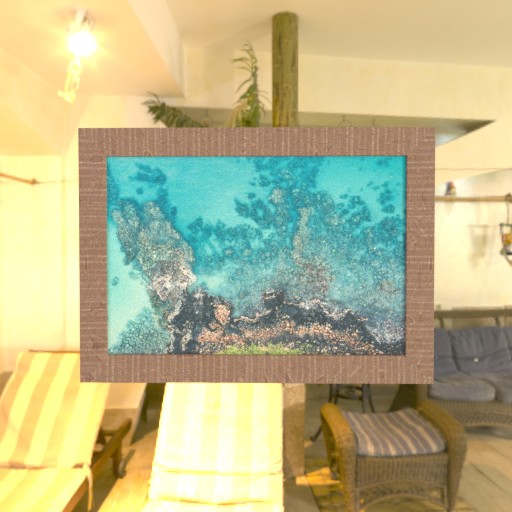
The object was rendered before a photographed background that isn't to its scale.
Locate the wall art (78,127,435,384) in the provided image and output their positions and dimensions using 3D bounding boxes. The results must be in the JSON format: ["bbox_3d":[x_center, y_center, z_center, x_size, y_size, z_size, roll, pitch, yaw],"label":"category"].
[{"bbox_3d":[0.000,0.000,1.325,1.056,0.761,0.020,0,1,1],"label":"wall art"}]
